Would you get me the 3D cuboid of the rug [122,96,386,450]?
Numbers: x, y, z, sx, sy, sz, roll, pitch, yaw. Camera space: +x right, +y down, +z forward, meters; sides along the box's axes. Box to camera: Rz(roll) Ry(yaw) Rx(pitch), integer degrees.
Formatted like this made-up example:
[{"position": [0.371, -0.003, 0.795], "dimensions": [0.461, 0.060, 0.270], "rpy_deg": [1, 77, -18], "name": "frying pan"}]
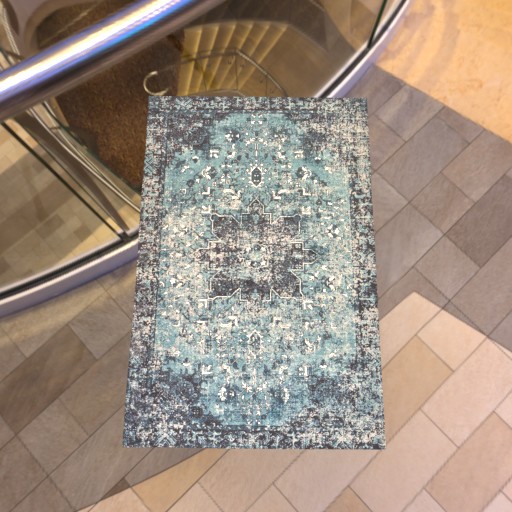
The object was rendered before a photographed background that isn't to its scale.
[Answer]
[{"position": [0.000, 0.000, 2.259], "dimensions": [1.219, 0.005, 1.828], "rpy_deg": [1, 76, 0], "name": "rug"}]
